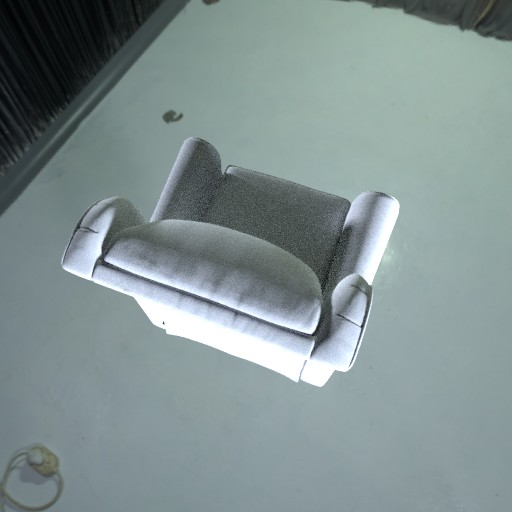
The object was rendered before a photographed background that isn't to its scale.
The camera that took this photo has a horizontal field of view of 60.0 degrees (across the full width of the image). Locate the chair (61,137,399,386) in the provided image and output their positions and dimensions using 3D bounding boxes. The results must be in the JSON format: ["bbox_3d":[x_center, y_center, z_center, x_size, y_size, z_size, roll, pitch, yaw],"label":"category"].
[{"bbox_3d":[0.000,0.000,1.664,0.906,0.967,0.854,18,64,9],"label":"chair"}]
